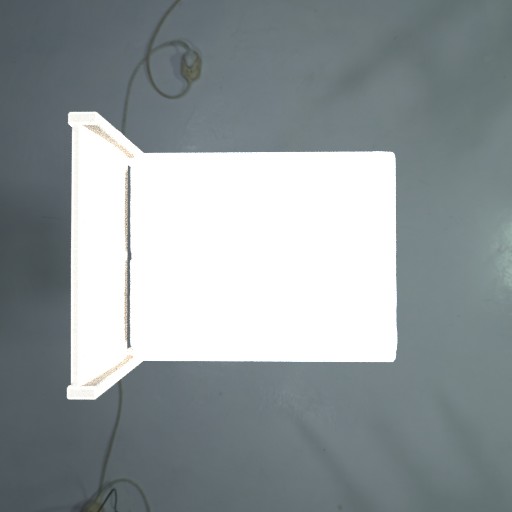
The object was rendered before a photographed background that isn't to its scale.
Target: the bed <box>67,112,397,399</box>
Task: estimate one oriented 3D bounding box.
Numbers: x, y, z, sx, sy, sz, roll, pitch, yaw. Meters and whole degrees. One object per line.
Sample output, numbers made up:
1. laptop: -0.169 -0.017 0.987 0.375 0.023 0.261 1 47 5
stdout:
1. bed: 0.000 0.000 3.431 2.293 1.471 1.778 0 89 1
